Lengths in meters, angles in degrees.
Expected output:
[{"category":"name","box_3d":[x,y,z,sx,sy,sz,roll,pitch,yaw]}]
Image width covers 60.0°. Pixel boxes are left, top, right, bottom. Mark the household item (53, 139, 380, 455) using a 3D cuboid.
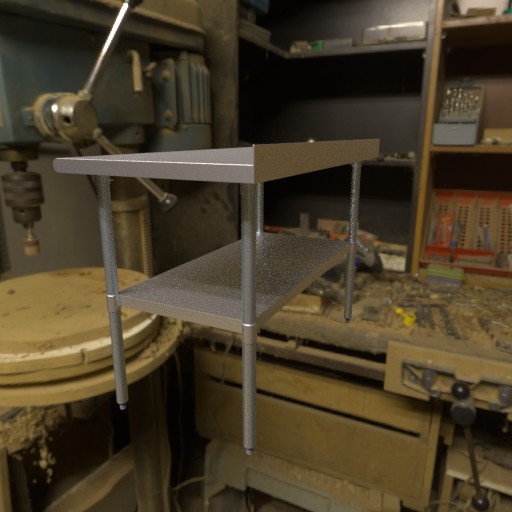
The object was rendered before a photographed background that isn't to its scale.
[{"category":"household item","box_3d":[0.000,0.000,1.683,0.610,0.851,1.219,8,17,26]}]
